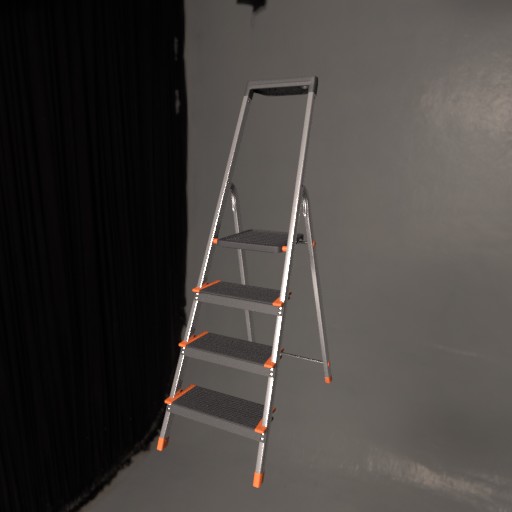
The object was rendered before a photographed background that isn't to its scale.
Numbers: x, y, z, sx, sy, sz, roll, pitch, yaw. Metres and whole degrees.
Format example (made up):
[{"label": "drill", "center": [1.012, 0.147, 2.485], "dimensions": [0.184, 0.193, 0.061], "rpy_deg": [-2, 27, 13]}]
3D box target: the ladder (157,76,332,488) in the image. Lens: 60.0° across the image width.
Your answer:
[{"label": "ladder", "center": [0.000, 0.000, 1.828], "dimensions": [0.452, 1.429, 0.834], "rpy_deg": [7, 15, 26]}]
